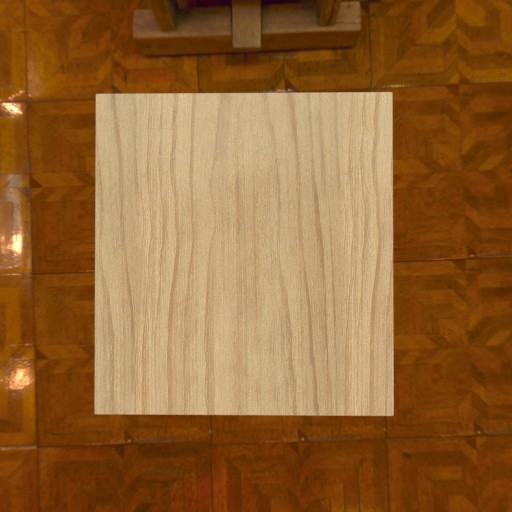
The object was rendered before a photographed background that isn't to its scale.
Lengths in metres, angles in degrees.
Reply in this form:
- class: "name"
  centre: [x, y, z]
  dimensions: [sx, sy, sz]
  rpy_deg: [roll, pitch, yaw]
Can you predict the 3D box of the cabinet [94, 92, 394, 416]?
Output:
- class: "cabinet"
  centre: [0.000, 0.000, 0.851]
  dimensions: [0.401, 0.579, 0.409]
  rpy_deg: [0, 89, 1]
